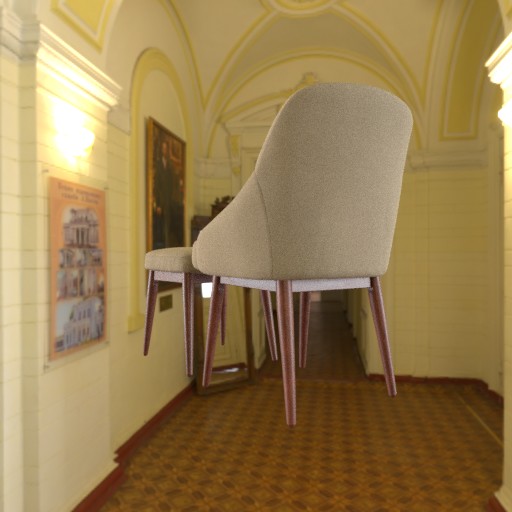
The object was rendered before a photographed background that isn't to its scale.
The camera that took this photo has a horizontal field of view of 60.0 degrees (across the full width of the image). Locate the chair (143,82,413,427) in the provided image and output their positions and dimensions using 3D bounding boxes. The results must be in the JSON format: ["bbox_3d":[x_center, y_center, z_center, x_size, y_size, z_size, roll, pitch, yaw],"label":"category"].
[{"bbox_3d":[0.000,0.000,1.592,0.584,0.866,1.114,0,0,-36],"label":"chair"}]
